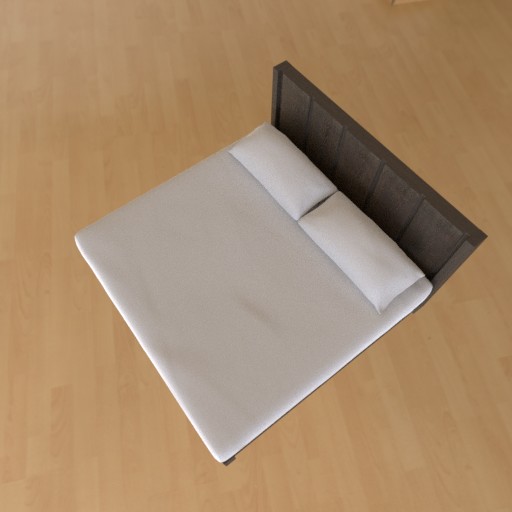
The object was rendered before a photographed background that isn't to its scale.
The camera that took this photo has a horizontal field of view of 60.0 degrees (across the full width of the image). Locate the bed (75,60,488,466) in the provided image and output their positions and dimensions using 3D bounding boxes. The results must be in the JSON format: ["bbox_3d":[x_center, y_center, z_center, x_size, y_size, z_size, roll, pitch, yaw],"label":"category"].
[{"bbox_3d":[0.000,0.000,3.571,2.238,1.261,2.143,-34,67,-16],"label":"bed"}]
